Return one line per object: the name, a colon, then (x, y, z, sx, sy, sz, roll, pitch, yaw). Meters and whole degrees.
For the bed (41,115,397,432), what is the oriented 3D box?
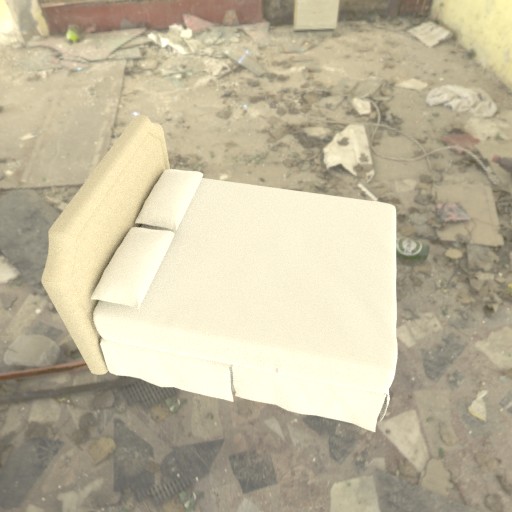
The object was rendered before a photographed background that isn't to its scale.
bed: (0.000, 0.000, 3.189, 2.116, 1.290, 1.693, 9, 48, 8)
